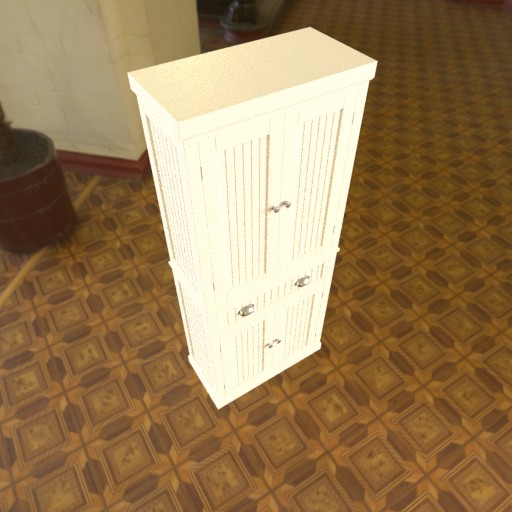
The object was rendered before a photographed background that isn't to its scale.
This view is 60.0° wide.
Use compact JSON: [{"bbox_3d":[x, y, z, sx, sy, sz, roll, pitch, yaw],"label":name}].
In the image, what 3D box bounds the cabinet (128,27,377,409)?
[{"bbox_3d":[0.000,0.000,2.144,0.754,1.829,0.390,-25,51,-22],"label":"cabinet"}]
